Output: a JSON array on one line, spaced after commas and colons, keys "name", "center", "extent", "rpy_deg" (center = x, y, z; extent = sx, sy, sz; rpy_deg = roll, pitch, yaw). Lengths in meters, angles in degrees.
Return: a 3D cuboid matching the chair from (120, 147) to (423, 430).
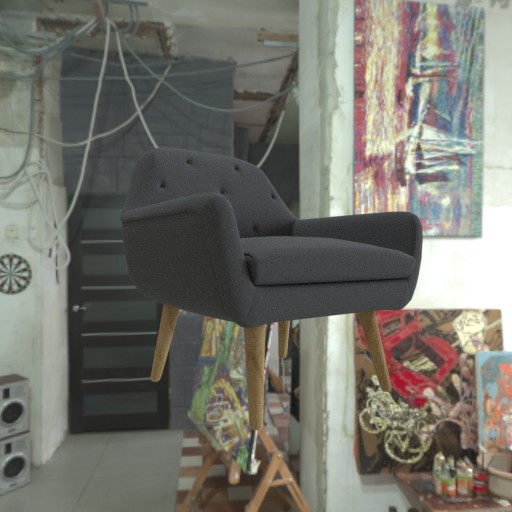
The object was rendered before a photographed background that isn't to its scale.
[{"name": "chair", "center": [0.000, 0.000, 1.425], "extent": [0.770, 0.800, 0.779], "rpy_deg": [0, 0, -37]}]
